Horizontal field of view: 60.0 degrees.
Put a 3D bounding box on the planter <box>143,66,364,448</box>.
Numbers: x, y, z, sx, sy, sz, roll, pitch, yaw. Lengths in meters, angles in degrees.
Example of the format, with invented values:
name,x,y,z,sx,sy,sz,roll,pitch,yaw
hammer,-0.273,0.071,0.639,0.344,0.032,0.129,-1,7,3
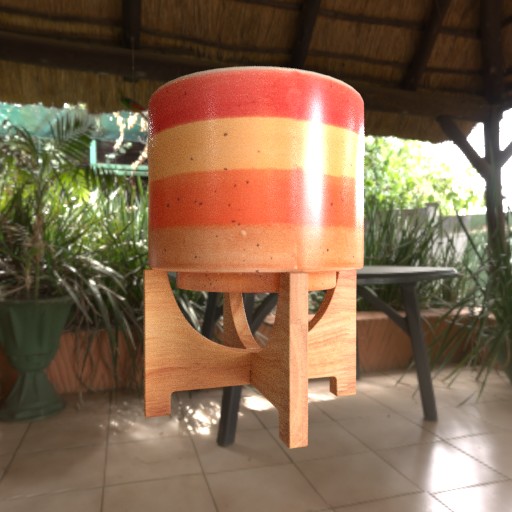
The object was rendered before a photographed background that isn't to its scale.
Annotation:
name,x,y,z,sx,sy,sz,roll,pitch,yaw
planter,0.000,0.000,0.404,0.199,0.268,0.199,0,0,0
